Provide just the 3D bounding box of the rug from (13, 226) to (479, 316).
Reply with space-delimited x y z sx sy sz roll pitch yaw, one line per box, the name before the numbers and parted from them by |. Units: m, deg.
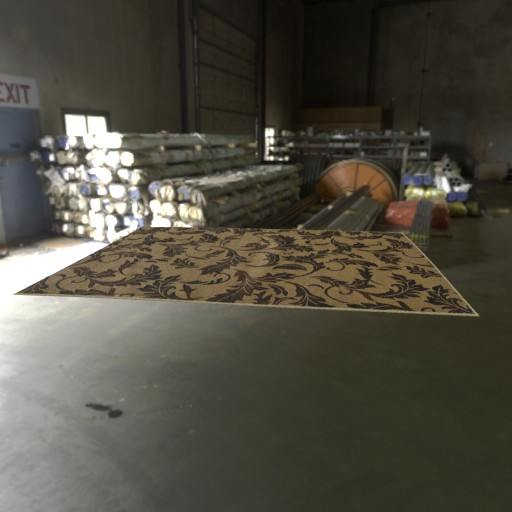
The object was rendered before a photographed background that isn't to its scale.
rug | 0.000 0.000 3.915 2.977 0.008 2.380 2 15 7
